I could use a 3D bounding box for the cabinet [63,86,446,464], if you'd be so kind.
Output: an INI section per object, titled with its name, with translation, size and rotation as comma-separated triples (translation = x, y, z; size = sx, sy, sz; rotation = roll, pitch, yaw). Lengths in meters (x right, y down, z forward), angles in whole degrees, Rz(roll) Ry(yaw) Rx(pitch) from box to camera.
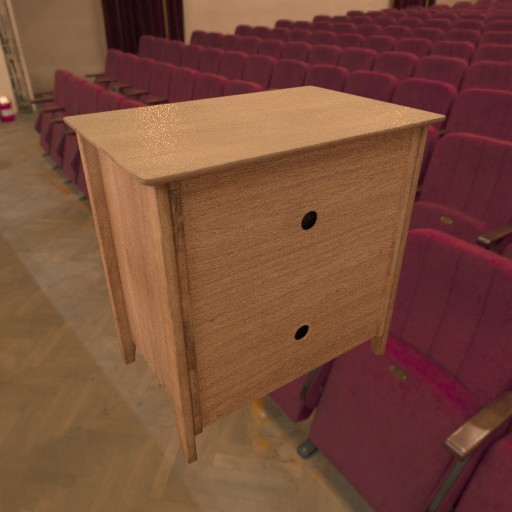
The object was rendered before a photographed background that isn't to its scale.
[cabinet]
translation = 0.000, 0.000, 1.237
size = 0.763, 0.762, 0.503
rotation = -19, 35, -29
